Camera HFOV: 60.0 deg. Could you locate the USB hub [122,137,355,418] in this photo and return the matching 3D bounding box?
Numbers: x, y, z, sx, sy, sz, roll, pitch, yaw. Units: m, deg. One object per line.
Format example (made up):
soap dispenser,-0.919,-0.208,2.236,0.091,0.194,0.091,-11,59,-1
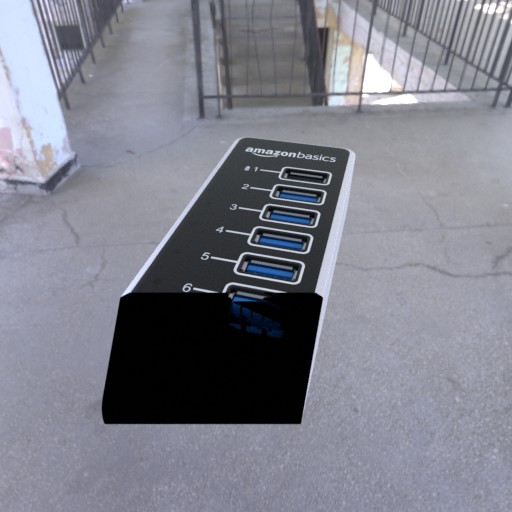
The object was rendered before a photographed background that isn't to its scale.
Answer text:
USB hub,0.000,0.000,0.128,0.044,0.023,0.110,10,40,12
